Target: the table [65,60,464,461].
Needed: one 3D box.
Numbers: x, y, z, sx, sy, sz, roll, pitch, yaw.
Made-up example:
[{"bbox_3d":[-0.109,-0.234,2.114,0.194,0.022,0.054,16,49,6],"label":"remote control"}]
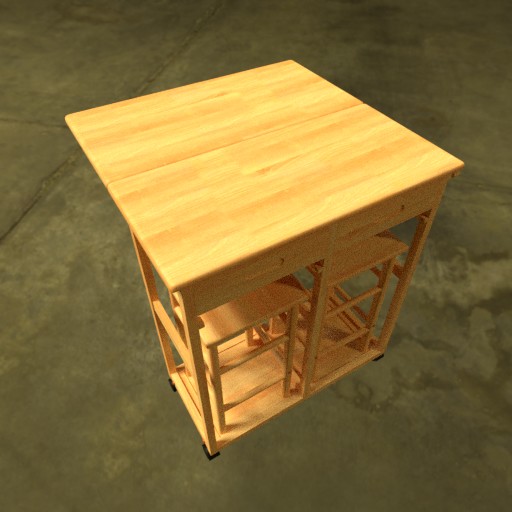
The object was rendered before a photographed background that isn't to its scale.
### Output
[{"bbox_3d":[0.000,0.000,1.374,0.752,0.832,0.693,-23,49,-21],"label":"table"}]
